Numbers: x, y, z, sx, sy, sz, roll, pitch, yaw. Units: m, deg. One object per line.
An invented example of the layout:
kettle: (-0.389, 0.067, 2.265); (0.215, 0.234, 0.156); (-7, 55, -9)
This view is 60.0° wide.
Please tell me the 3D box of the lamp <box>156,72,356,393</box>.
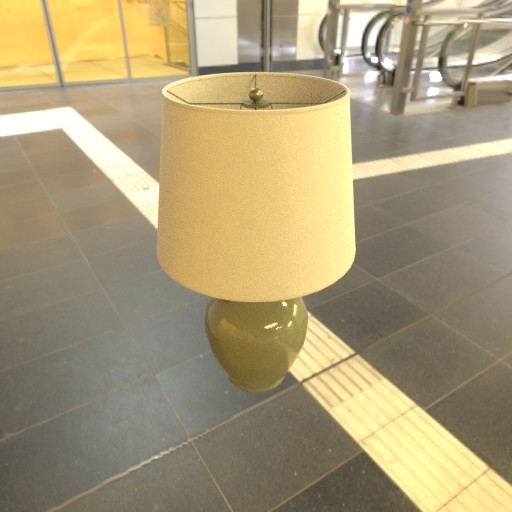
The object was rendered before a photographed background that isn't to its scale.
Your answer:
lamp: (0.000, 0.000, 0.553); (0.239, 0.399, 0.239); (0, 32, 0)
